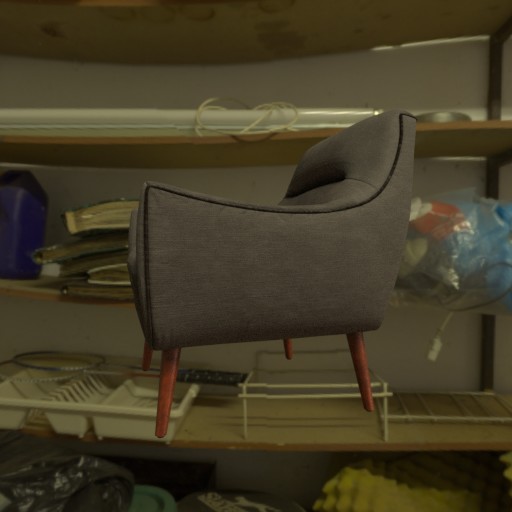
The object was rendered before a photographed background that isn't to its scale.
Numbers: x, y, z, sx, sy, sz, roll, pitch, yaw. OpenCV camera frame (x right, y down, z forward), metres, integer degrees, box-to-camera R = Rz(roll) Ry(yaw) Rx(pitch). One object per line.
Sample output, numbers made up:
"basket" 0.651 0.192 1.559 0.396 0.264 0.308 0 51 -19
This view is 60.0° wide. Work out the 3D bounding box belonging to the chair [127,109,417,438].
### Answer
"chair" 0.000 0.000 1.413 0.787 0.838 0.762 0 1 -17
